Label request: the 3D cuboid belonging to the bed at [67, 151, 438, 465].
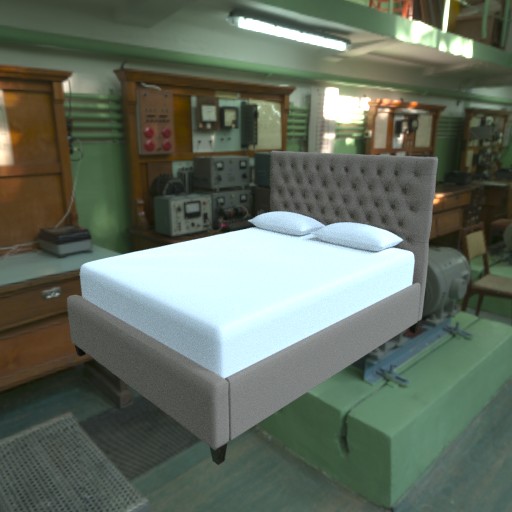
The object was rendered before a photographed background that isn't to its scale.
[{"bbox_3d":[0.000,0.000,3.319,1.696,1.426,2.233,15,22,43],"label":"bed"}]
